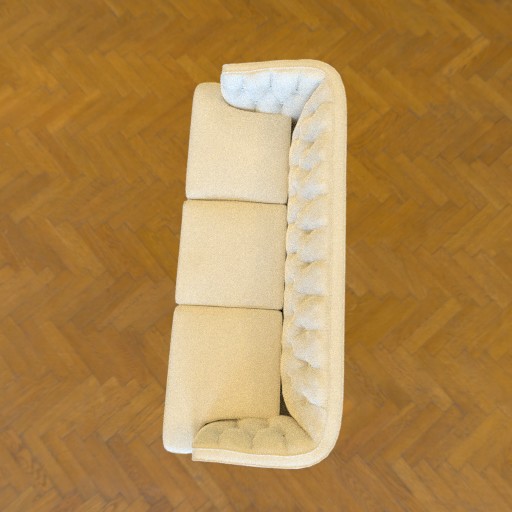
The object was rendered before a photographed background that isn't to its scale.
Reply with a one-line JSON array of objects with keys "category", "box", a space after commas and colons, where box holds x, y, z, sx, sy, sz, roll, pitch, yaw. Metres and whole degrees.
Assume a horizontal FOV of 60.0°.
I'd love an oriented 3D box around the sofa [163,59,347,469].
[{"category": "sofa", "box": [0.000, 0.000, 2.698, 0.941, 0.855, 2.278, 3, 78, 1]}]
